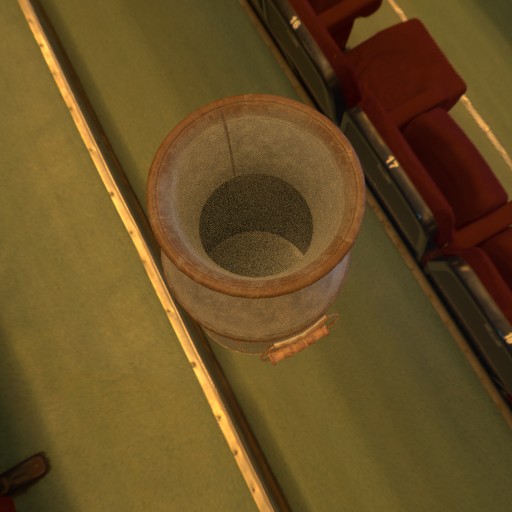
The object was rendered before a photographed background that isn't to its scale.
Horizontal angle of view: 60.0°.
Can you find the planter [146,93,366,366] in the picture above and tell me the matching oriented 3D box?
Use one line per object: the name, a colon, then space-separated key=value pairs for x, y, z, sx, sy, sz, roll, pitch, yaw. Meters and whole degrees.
planter: x=0.000 y=0.000 z=0.531 sx=0.214 sy=0.396 sz=0.245 roll=-28 pitch=77 yaw=-7
